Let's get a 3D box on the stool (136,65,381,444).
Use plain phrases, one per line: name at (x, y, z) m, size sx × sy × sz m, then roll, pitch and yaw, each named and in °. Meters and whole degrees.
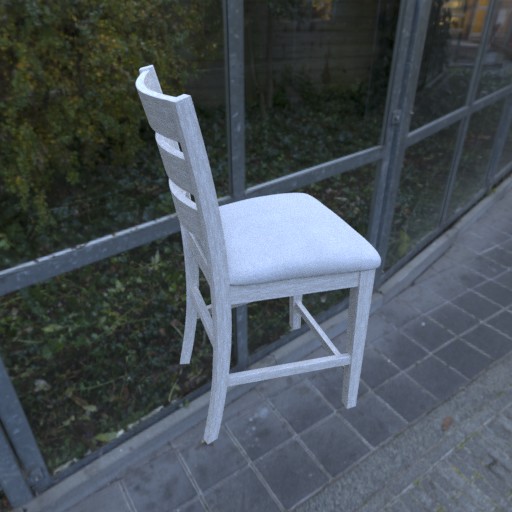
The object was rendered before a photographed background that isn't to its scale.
stool at (0.000, 0.000, 1.331) m, size 0.569 × 1.032 × 0.484 m, roll -11°, pitch 32°, yaw -18°
